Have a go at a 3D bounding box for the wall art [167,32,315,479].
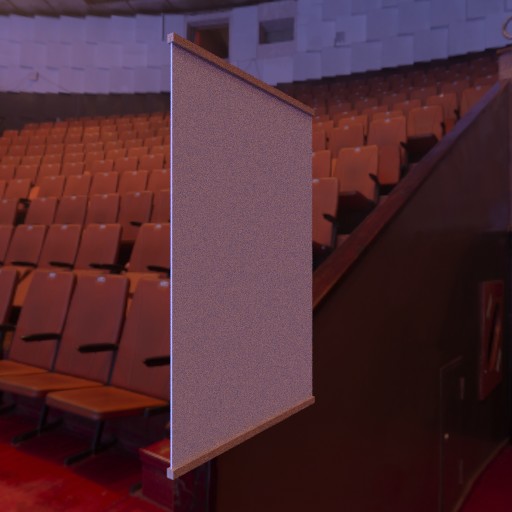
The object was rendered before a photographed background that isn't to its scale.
[{"bbox_3d":[0.000,0.000,1.913,0.030,1.519,0.990,0,0,36],"label":"wall art"}]
